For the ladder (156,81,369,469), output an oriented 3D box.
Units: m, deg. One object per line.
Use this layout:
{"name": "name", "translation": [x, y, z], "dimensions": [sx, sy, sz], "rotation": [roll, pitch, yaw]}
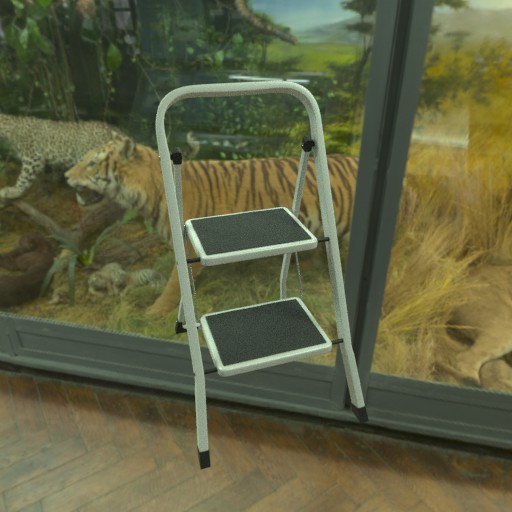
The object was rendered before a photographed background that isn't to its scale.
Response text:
{"name": "ladder", "translation": [0.000, 0.000, 1.154], "dimensions": [0.460, 0.810, 0.544], "rotation": [-9, 31, -16]}
